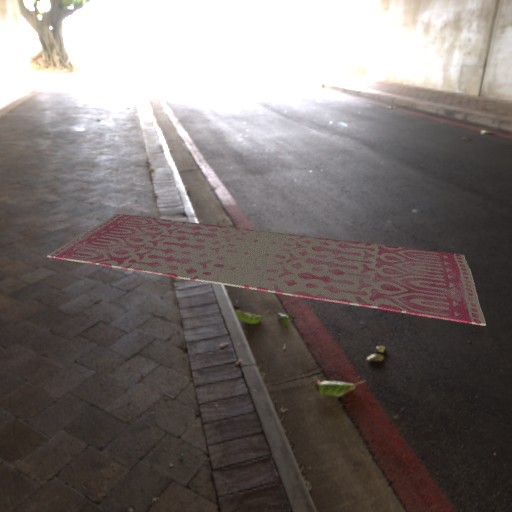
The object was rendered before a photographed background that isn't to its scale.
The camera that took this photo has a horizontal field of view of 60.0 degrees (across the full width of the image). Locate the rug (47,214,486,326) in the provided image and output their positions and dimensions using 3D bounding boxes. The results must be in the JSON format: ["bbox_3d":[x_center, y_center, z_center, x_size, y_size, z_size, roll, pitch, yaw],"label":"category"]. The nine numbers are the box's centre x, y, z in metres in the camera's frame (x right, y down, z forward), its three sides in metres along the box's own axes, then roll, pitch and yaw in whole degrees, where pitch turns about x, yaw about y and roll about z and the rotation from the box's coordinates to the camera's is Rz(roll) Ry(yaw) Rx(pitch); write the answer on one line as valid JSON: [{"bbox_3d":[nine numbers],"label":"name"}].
[{"bbox_3d":[0.000,0.000,2.702,2.458,0.011,0.787,8,27,16],"label":"rug"}]
